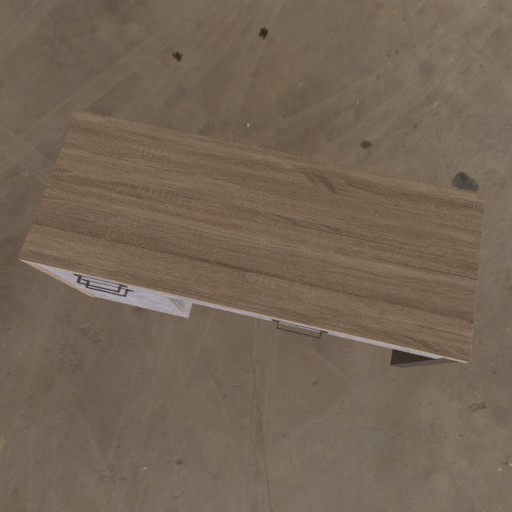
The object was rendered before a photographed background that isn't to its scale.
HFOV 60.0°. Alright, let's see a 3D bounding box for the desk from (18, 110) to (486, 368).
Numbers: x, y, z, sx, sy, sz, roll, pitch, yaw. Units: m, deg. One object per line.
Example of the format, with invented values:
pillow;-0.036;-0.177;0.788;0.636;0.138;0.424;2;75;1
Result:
desk;0.000;0.000;2.073;1.700;0.760;0.690;12;74;4
